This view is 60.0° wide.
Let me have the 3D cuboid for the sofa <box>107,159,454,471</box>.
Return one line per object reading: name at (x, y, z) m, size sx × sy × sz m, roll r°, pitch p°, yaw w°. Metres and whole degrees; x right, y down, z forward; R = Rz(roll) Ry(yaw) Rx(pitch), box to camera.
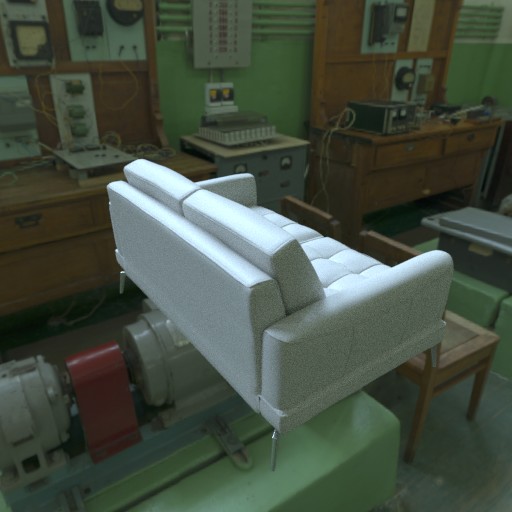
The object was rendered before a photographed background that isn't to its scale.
sofa at (0.000, 0.000, 2.502) m, size 1.121 × 0.930 × 1.819 m, roll -18°, pitch 32°, yaw -31°
